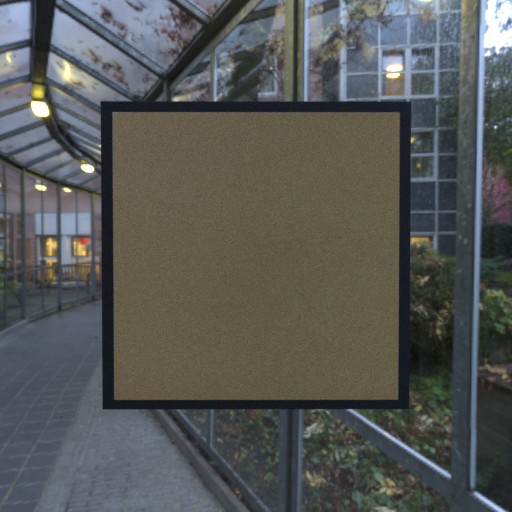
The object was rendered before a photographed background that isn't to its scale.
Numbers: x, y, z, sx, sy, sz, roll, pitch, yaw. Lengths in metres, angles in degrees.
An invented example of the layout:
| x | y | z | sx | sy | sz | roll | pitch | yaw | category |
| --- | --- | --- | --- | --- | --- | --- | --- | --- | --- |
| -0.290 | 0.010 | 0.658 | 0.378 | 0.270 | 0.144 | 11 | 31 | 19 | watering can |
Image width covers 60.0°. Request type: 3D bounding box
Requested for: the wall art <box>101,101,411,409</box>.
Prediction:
| x | y | z | sx | sy | sz | roll | pitch | yaw | category |
| --- | --- | --- | --- | --- | --- | --- | --- | --- | --- |
| 0.000 | 0.000 | 0.454 | 0.305 | 0.304 | 0.033 | 0 | 1 | 0 | wall art |
